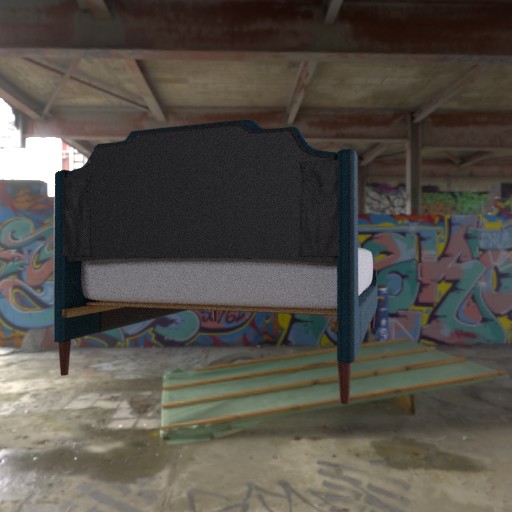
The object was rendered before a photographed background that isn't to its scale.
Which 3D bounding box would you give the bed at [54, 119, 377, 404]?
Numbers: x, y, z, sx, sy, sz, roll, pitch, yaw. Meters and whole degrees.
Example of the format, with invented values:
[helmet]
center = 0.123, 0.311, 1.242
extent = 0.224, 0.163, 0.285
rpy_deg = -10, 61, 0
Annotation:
[bed]
center = 0.000, 0.000, 3.344
extent = 1.676, 1.351, 2.322
rpy_deg = 0, 0, 18
